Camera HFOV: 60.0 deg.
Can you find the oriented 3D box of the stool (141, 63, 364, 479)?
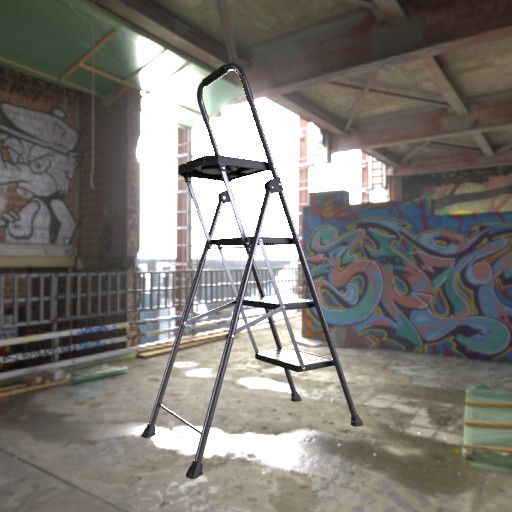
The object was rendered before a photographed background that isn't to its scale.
[{"bbox_3d":[0.000,0.000,1.632,0.733,1.277,0.396,0,-1,-35],"label":"stool"}]
